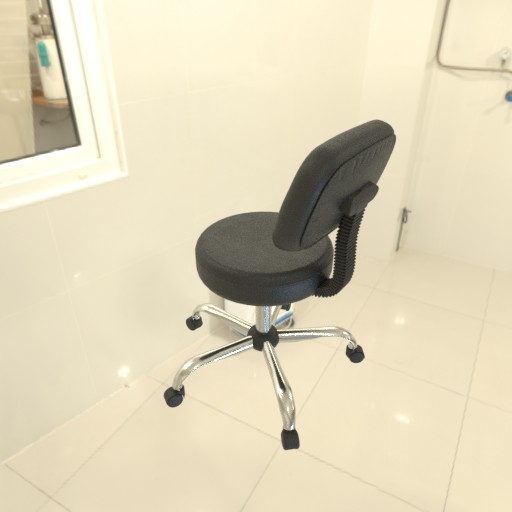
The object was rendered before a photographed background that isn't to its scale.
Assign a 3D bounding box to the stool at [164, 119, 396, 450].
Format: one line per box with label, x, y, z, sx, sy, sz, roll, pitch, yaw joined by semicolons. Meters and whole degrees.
stool;0.000;0.000;1.343;0.648;0.862;0.673;21;37;31
